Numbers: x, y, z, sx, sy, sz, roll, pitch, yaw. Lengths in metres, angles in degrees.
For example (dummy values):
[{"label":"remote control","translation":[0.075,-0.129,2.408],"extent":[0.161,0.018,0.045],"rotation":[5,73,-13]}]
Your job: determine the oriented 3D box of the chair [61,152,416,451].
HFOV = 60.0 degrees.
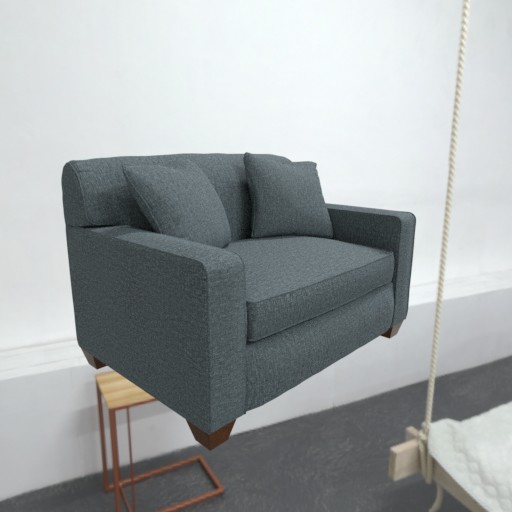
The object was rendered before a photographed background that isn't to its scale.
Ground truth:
[{"label":"chair","translation":[0.000,0.000,2.096],"extent":[1.000,0.948,1.383],"rotation":[13,19,42]}]
